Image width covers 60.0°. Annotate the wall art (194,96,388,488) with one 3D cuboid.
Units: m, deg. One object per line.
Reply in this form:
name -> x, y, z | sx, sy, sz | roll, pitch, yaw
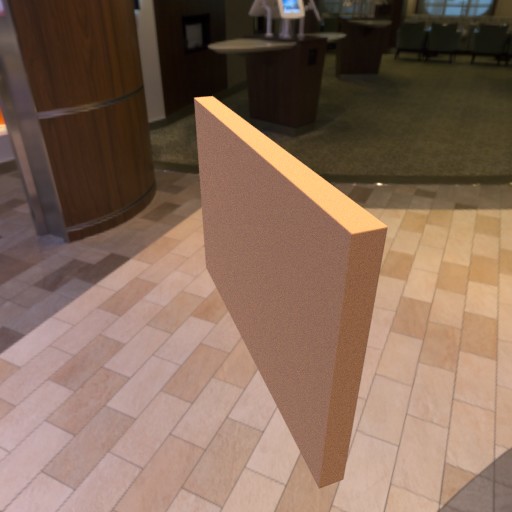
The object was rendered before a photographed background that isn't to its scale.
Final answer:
wall art -> 0.000, 0.000, 0.765 | 0.039, 0.407, 0.609 | -11, 33, -17
